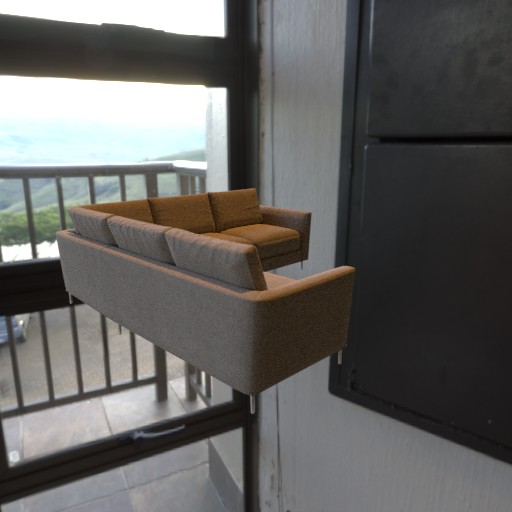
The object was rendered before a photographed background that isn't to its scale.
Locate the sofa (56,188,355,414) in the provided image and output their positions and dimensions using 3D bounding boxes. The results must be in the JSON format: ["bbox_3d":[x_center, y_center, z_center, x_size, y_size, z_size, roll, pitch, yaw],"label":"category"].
[{"bbox_3d":[0.000,0.000,3.772,2.438,0.864,2.438,14,20,43],"label":"sofa"}]
